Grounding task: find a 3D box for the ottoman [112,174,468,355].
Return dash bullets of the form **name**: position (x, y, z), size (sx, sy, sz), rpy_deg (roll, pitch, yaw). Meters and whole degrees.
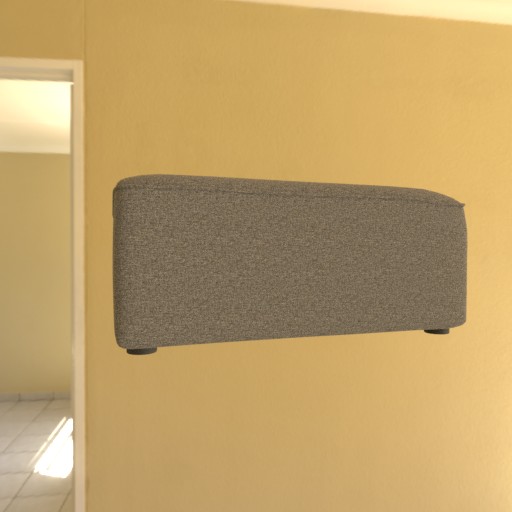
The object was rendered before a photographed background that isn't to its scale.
- **ottoman**: position (0.000, 0.000, 1.631), size (1.005, 0.464, 1.015), rpy_deg (0, 0, -18)
